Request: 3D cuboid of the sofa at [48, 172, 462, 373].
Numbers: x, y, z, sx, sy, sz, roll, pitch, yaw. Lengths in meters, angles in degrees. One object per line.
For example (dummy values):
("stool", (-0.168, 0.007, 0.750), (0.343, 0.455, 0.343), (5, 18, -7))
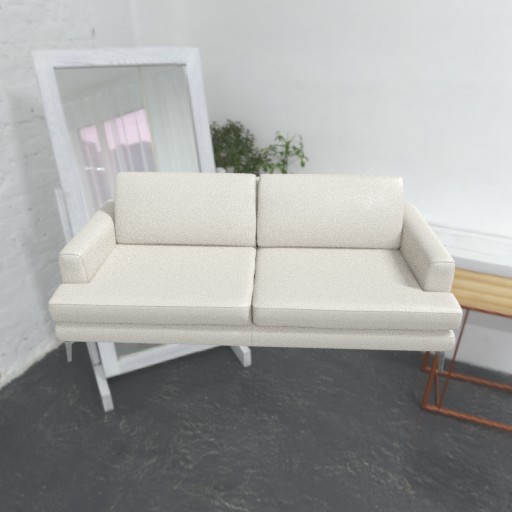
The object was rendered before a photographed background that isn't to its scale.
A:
("sofa", (0.000, 0.000, 2.450), (1.940, 0.765, 0.974), (1, 29, 2))
